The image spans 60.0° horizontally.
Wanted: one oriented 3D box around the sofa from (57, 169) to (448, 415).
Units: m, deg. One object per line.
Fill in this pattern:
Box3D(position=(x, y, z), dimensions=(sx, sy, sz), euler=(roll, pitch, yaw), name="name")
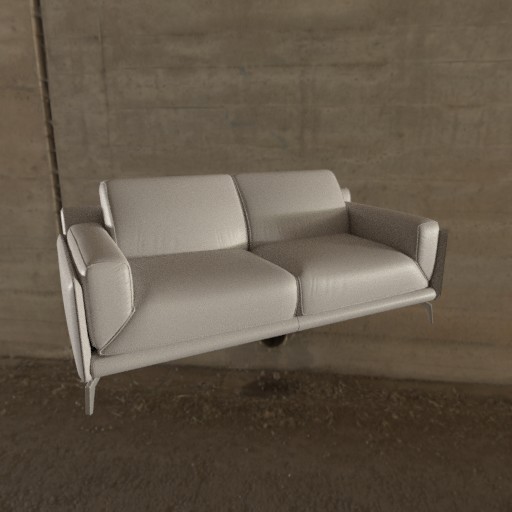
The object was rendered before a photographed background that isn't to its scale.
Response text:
Box3D(position=(0.000, 0.000, 2.580), dimensions=(2.101, 0.930, 1.049), euler=(-8, 17, -26), name="sofa")
